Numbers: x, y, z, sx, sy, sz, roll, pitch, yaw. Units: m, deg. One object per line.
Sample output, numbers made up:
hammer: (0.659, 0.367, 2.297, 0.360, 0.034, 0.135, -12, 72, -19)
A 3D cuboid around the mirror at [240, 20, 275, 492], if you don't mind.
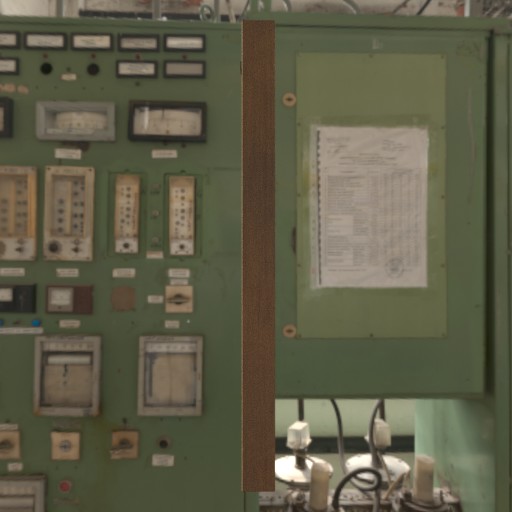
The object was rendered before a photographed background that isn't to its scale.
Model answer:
mirror: (0.000, 0.000, 0.680, 0.041, 0.508, 0.405, 0, 0, 0)
